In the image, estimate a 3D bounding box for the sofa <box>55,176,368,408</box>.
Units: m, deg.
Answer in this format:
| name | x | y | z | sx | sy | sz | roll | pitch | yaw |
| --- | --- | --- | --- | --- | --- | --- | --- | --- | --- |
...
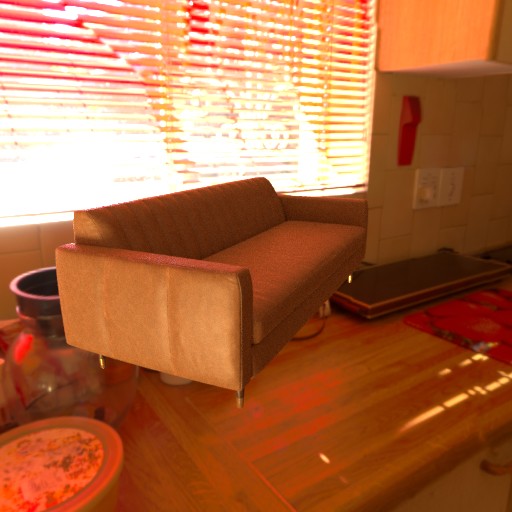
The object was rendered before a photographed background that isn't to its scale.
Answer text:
| name | x | y | z | sx | sy | sz | roll | pitch | yaw |
| --- | --- | --- | --- | --- | --- | --- | --- | --- | --- |
| sofa | 0.000 | 0.000 | 2.842 | 0.990 | 0.821 | 2.291 | 7 | 17 | 25 |
